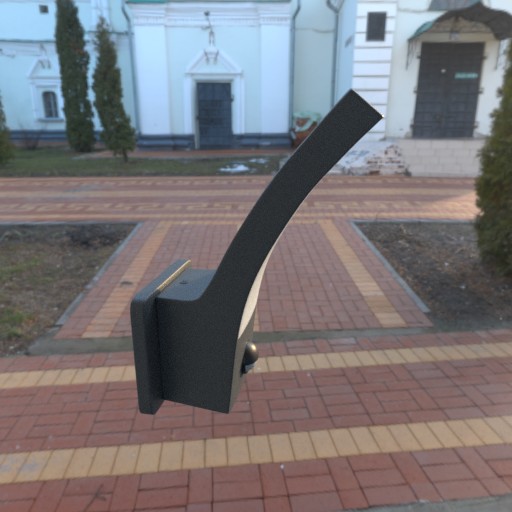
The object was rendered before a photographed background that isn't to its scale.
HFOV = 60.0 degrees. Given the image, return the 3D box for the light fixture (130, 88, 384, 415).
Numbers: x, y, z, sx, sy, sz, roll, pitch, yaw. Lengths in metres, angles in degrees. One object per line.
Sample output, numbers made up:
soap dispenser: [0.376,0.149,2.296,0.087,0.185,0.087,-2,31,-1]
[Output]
light fixture: [0.000,0.000,0.347,0.174,0.243,0.108,3,18,11]
